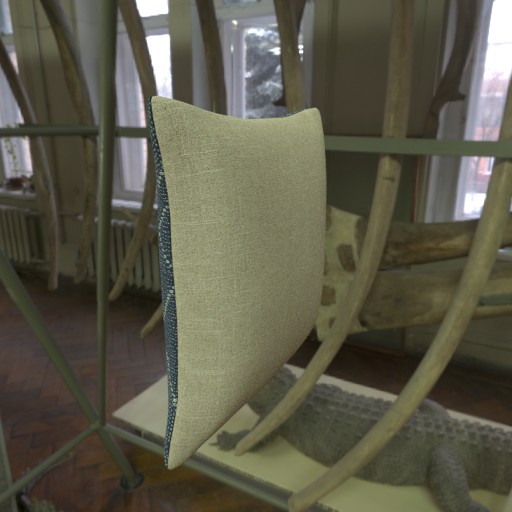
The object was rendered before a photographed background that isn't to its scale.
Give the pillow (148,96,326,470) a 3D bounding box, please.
[{"bbox_3d":[0.000,0.000,0.656,0.148,0.428,0.435,9,19,27],"label":"pillow"}]
